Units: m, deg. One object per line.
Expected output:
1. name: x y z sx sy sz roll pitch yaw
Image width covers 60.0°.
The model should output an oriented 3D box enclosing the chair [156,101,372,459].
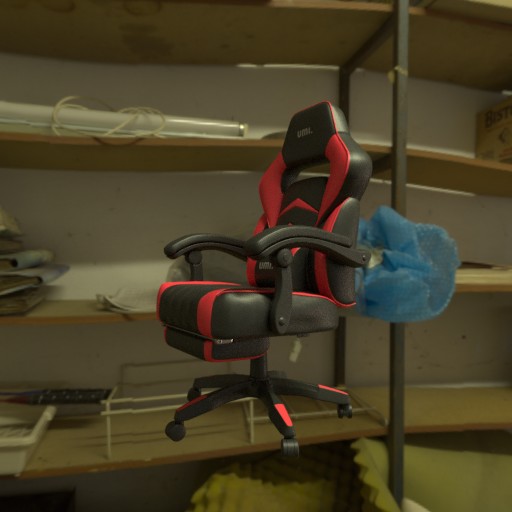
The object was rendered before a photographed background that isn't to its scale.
1. chair: 0.000 0.000 1.654 0.700 1.220 0.700 0 0 -34
